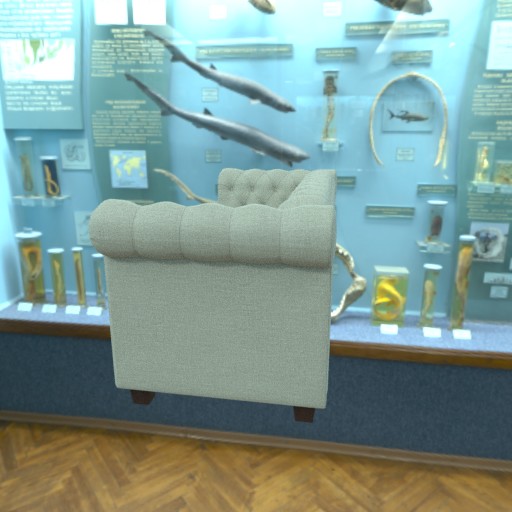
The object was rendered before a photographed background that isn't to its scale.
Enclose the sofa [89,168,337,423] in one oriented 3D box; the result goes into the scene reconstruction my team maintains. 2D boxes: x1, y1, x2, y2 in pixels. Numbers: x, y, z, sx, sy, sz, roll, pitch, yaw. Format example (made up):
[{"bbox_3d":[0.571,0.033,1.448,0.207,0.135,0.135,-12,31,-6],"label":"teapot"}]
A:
[{"bbox_3d":[0.000,0.000,2.255,0.783,0.797,1.798,3,15,10],"label":"sofa"}]
